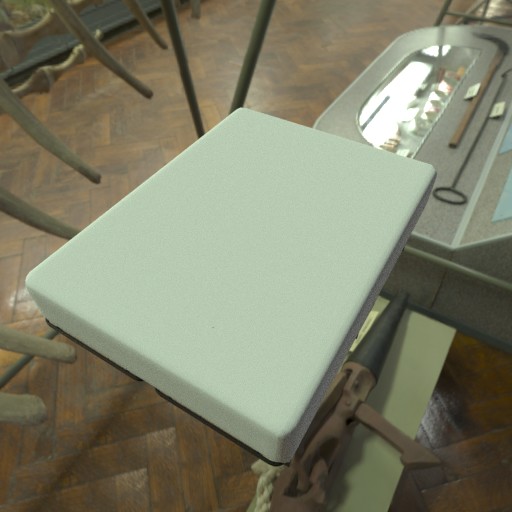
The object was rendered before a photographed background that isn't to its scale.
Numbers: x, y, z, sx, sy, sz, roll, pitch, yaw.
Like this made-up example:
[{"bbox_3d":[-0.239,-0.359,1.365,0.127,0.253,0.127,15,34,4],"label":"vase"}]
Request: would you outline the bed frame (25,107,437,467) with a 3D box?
[{"bbox_3d":[0.000,0.000,2.738,1.528,0.677,2.037,24,51,21],"label":"bed frame"}]
